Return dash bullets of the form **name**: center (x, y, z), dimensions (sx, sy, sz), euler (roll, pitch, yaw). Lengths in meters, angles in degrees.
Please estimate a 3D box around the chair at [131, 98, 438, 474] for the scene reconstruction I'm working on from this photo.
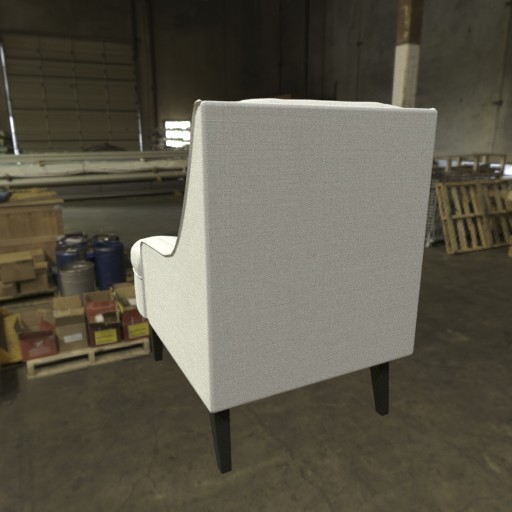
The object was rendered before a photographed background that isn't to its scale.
- **chair**: center (0.000, 0.000, 1.407), dimensions (0.658, 0.891, 0.772), euler (-8, 17, -26)
